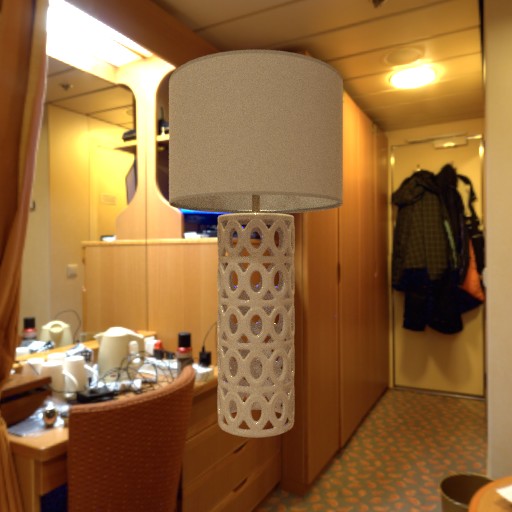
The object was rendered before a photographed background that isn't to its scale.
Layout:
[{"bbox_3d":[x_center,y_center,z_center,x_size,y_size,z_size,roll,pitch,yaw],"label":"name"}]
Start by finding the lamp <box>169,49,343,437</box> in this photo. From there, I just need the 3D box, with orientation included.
[{"bbox_3d":[0.000,0.000,0.845,0.325,0.636,0.324,0,0,-19],"label":"lamp"}]
